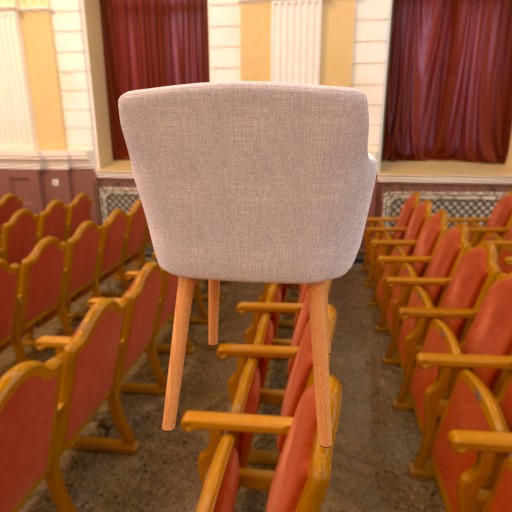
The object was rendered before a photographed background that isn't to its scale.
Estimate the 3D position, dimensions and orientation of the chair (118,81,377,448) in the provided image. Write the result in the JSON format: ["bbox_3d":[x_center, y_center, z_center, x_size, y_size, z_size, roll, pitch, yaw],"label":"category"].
[{"bbox_3d":[0.000,0.000,1.119,0.570,0.780,0.540,2,16,8],"label":"chair"}]
